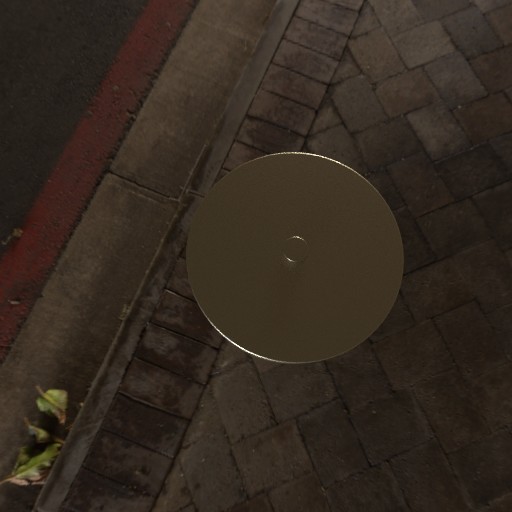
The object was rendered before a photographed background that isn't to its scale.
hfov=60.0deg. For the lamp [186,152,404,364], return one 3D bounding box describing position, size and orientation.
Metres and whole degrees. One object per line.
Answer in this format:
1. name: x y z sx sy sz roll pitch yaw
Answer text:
1. lamp: 0.000 0.000 0.717 0.229 0.508 0.369 -34 78 -8
